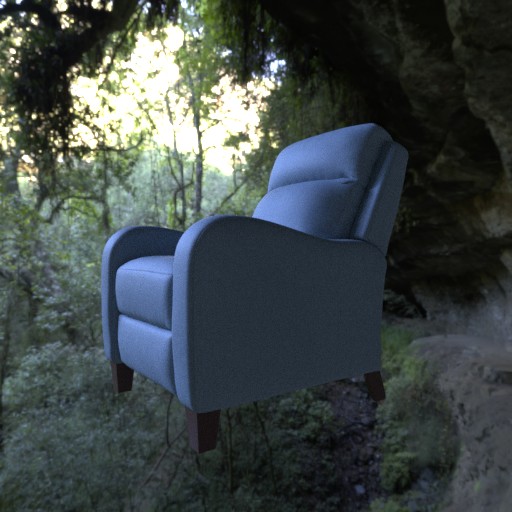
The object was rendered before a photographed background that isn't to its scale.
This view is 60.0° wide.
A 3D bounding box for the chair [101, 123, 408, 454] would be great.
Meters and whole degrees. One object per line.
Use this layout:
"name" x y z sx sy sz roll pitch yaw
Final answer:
"chair" 0.000 0.000 1.743 0.988 1.067 0.785 0 1 -36
